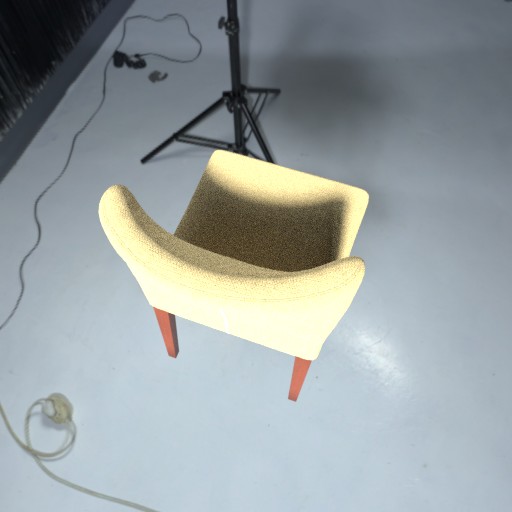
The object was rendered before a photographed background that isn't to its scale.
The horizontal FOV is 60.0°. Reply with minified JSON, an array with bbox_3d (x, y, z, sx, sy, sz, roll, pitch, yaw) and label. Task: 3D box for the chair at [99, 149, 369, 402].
[{"bbox_3d":[0.000,0.000,1.169,0.491,0.839,0.589,17,64,9],"label":"chair"}]
